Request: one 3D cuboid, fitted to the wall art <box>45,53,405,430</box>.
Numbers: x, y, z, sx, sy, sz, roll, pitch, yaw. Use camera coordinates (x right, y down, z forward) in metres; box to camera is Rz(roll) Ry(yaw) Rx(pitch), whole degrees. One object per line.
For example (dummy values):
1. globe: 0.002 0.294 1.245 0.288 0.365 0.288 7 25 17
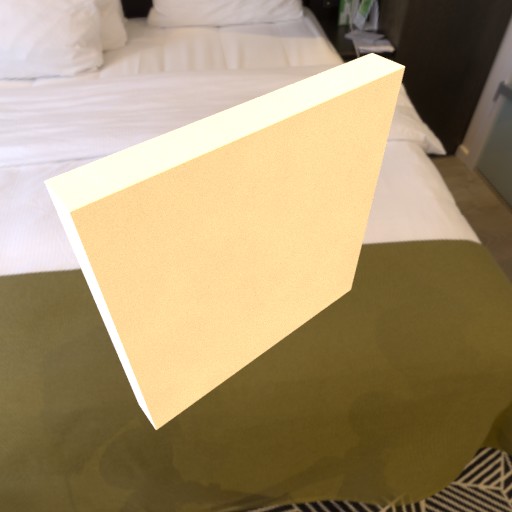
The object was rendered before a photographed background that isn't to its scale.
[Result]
1. wall art: 0.000 0.000 0.438 0.305 0.305 0.038 -31 54 -26
